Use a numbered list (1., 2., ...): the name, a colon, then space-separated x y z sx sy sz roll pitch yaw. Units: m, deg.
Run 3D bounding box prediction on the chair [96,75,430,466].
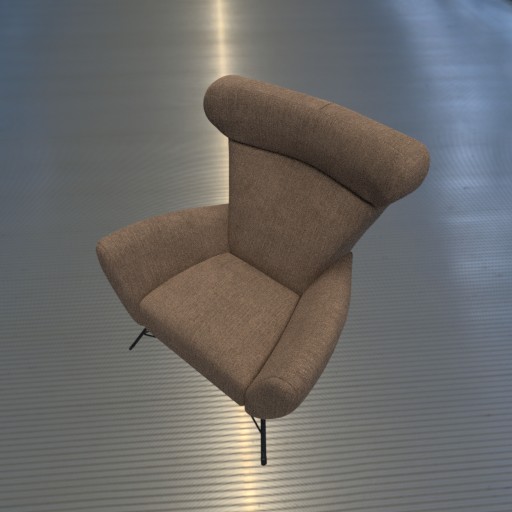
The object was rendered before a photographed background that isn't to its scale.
1. chair: 0.000 0.000 1.736 0.980 1.040 0.900 31 53 27
